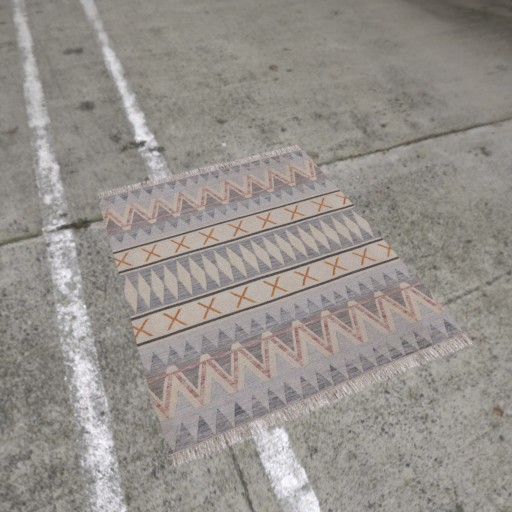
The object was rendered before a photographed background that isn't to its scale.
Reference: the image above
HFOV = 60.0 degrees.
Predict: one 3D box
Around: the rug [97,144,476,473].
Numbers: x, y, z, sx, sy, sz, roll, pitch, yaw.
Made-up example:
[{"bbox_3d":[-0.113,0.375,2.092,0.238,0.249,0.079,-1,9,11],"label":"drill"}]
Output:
[{"bbox_3d":[0.000,0.000,3.972,2.371,0.012,3.000,-17,49,-16],"label":"rug"}]
